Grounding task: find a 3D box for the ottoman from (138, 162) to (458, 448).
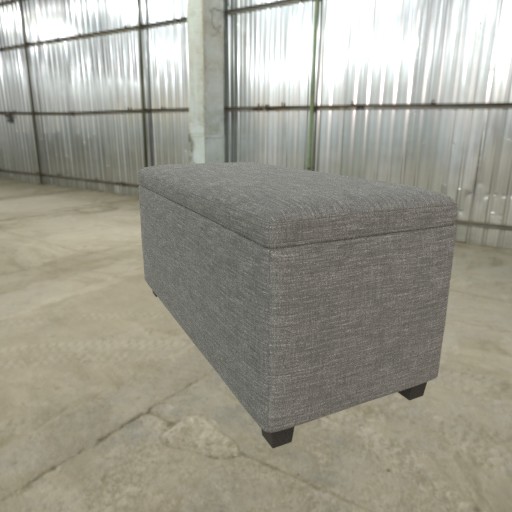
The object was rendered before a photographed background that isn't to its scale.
[{"bbox_3d":[0.000,0.000,1.144,0.419,0.432,0.902,-8,18,-25],"label":"ottoman"}]
